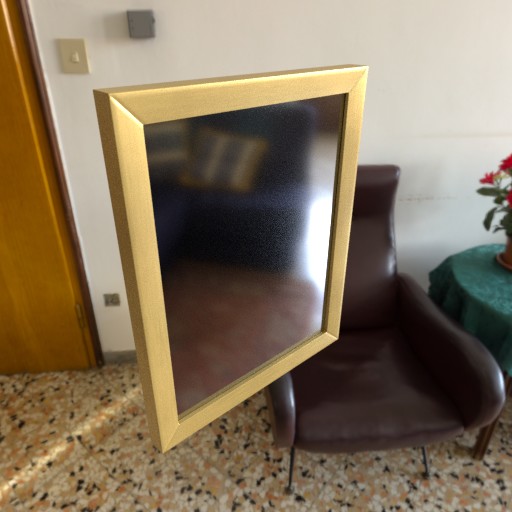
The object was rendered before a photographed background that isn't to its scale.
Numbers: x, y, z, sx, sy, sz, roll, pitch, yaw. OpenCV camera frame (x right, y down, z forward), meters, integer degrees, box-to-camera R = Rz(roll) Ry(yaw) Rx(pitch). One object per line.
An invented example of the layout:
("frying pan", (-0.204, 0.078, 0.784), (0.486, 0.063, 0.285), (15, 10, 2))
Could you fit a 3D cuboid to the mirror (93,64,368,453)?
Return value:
("mirror", (0.000, 0.000, 0.668), (0.405, 0.508, 0.041), (-23, 36, -35))
